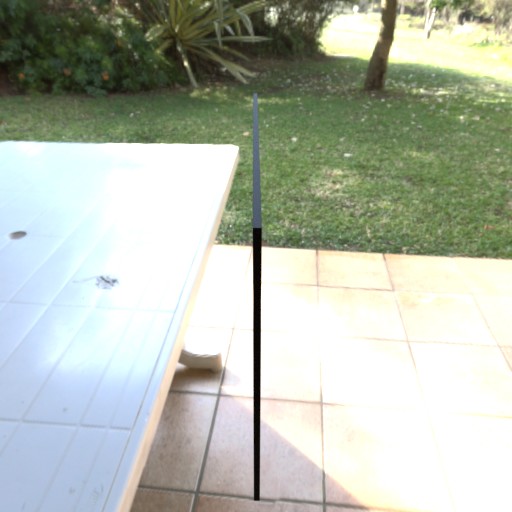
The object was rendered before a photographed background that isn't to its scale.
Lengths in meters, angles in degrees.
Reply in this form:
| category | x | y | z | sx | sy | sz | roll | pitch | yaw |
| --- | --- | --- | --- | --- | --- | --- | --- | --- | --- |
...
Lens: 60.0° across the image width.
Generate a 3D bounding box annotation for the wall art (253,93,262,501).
| category | x | y | z | sx | sy | sz | roll | pitch | yaw |
| --- | --- | --- | --- | --- | --- | --- | --- | --- | --- |
| wall art | 0.000 | 0.000 | 1.207 | 0.013 | 0.665 | 0.963 | 0 | 31 | 0 |
